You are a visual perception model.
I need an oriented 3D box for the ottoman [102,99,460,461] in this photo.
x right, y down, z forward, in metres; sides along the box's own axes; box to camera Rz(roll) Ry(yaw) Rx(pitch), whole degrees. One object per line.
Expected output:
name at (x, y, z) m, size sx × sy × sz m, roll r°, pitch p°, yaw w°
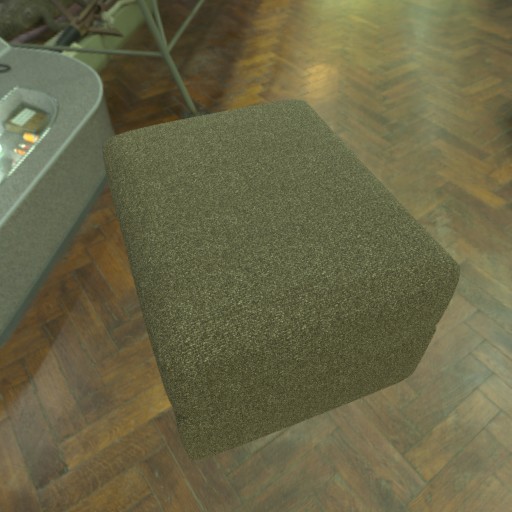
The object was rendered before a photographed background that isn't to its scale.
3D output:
ottoman at (0.000, 0.000, 1.117) m, size 0.598 × 0.476 × 0.742 m, roll -16°, pitch 49°, yaw -14°
